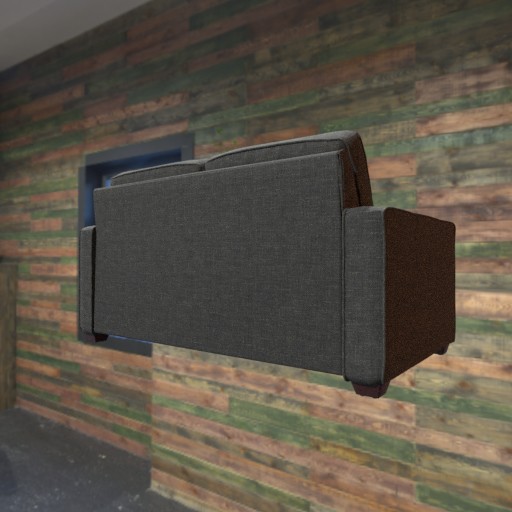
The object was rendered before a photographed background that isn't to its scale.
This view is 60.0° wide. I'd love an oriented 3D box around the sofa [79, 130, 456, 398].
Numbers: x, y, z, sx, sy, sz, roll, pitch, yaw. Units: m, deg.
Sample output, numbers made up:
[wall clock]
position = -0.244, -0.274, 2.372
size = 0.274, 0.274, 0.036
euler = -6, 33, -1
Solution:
[sofa]
position = 0.000, 0.000, 2.237
size = 1.709, 0.918, 0.947
euler = 0, 0, 37
